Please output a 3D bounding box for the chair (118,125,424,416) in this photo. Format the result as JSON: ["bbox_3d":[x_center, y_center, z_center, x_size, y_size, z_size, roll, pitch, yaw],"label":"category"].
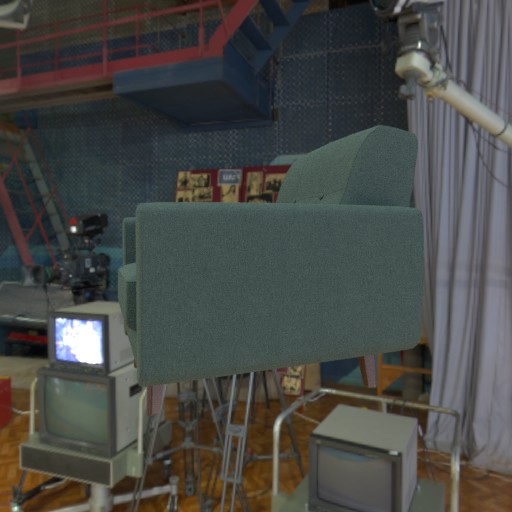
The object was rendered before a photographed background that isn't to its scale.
[{"bbox_3d":[0.000,0.000,1.556,0.909,0.841,0.831,-1,2,-19],"label":"chair"}]
